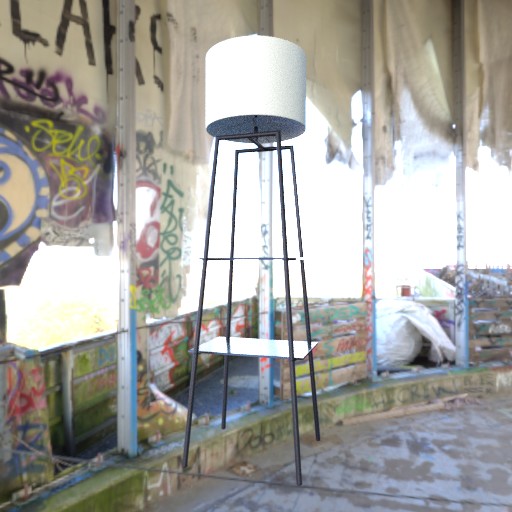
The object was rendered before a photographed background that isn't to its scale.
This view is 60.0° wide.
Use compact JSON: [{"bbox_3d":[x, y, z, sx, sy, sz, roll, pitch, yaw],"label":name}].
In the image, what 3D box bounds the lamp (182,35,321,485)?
[{"bbox_3d":[0.000,0.000,1.665,0.427,1.474,0.384,0,0,18],"label":"lamp"}]
